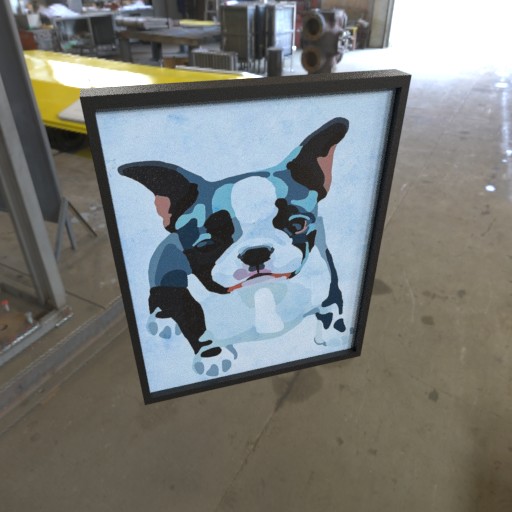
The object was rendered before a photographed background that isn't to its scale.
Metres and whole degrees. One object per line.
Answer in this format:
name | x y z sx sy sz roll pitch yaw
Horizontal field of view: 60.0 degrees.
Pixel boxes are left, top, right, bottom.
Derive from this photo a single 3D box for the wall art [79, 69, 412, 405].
wall art | 0.000 0.000 0.492 0.294 0.369 0.030 -9 34 -14
